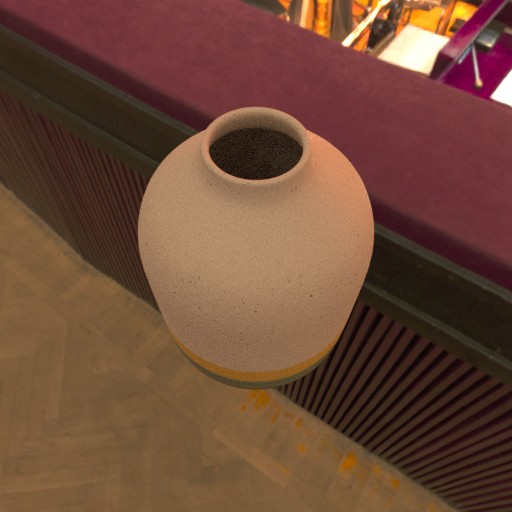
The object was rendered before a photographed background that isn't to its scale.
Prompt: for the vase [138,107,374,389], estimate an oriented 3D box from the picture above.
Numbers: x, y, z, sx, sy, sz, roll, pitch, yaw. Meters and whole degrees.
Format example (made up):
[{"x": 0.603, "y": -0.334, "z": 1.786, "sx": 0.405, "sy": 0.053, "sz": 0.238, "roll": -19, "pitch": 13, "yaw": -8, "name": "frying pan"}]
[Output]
[{"x": 0.000, "y": 0.000, "z": 0.354, "sx": 0.169, "sy": 0.240, "sz": 0.169, "roll": 0, "pitch": 57, "yaw": 0, "name": "vase"}]
